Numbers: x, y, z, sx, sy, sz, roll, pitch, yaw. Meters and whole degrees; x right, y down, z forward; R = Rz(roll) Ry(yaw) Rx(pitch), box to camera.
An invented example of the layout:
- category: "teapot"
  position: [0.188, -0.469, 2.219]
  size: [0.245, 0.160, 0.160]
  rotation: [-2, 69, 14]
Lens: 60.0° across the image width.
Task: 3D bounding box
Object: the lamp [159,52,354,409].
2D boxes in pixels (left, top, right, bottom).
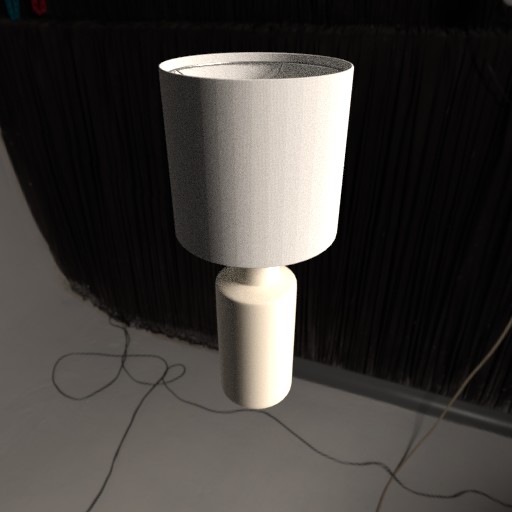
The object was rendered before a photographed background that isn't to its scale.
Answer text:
- category: "lamp"
  position: [0.000, 0.000, 0.614]
  size: [0.212, 0.493, 0.212]
  rotation: [11, 32, 17]
